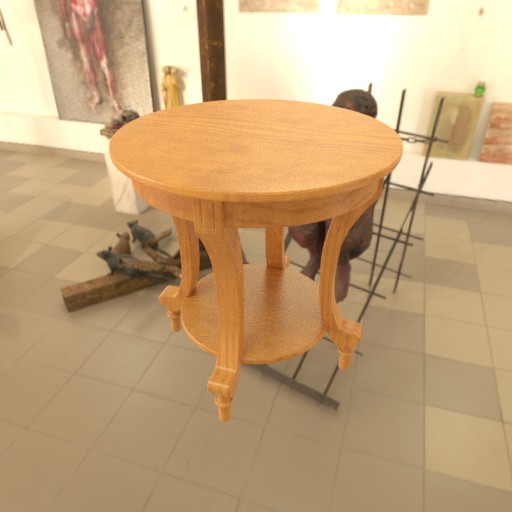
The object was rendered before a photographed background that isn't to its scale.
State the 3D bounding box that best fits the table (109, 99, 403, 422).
[{"bbox_3d":[0.000,0.000,1.096,0.597,0.612,0.597,0,33,0],"label":"table"}]
